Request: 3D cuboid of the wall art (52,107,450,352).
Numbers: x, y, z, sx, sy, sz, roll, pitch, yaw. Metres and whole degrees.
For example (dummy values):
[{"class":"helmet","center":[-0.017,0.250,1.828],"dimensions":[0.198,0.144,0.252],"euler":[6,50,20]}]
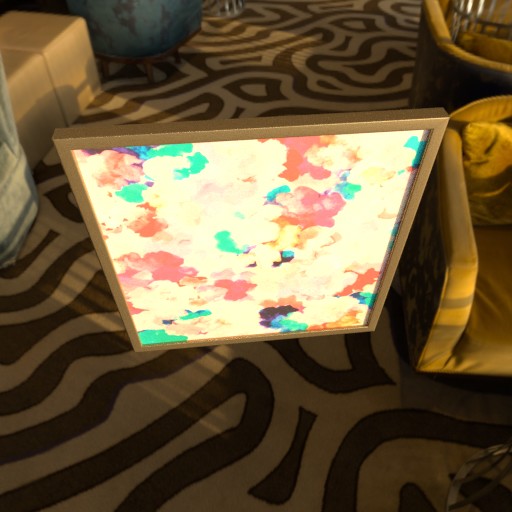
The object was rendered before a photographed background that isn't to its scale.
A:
[{"class":"wall art","center":[0.000,0.000,1.142],"dimensions":[0.767,0.765,0.036],"euler":[-4,47,-4]}]
